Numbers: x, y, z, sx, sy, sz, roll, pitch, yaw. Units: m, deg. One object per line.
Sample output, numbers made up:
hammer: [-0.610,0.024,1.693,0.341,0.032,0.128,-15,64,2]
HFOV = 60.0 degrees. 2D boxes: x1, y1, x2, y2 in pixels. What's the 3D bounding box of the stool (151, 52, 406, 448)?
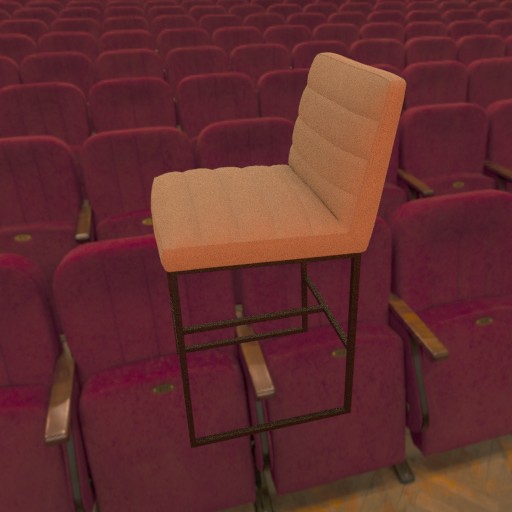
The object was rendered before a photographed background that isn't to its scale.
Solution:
stool: [0.000,0.000,1.331,0.573,1.061,0.464,-8,33,-12]
